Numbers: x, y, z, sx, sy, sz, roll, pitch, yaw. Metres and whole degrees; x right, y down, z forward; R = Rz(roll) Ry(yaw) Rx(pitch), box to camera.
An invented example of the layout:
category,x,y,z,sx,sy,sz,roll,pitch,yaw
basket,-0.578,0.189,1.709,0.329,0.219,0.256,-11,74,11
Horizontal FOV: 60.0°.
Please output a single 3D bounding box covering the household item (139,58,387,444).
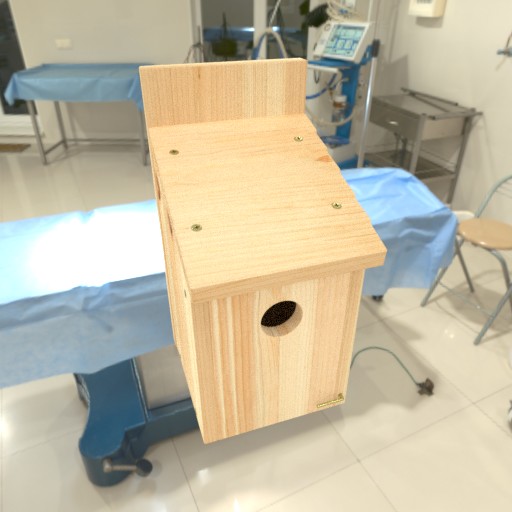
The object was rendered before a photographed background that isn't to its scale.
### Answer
category,x,y,z,sx,sy,sz,roll,pitch,yaw
household item,0.000,0.000,0.398,0.149,0.300,0.171,-10,33,-16
